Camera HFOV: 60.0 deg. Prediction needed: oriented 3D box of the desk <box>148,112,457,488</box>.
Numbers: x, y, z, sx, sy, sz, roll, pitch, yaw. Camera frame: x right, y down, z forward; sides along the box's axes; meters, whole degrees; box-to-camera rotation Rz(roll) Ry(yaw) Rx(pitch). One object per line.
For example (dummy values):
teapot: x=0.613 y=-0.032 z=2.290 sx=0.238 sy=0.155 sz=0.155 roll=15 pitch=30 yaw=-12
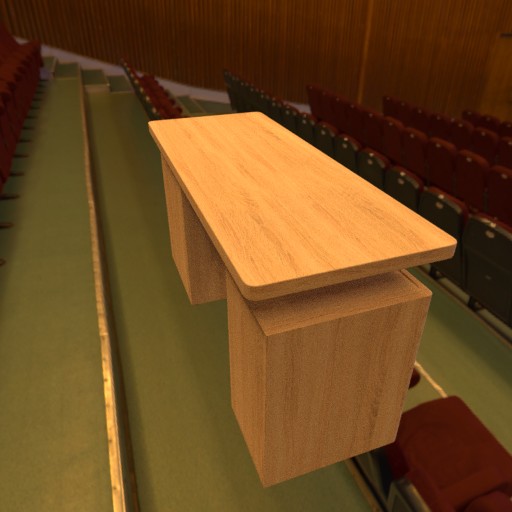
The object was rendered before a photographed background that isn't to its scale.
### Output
desk: x=0.000 y=0.000 z=1.750 sx=0.550 sy=0.760 sz=1.400 roll=-11 pitch=33 yaw=-17
